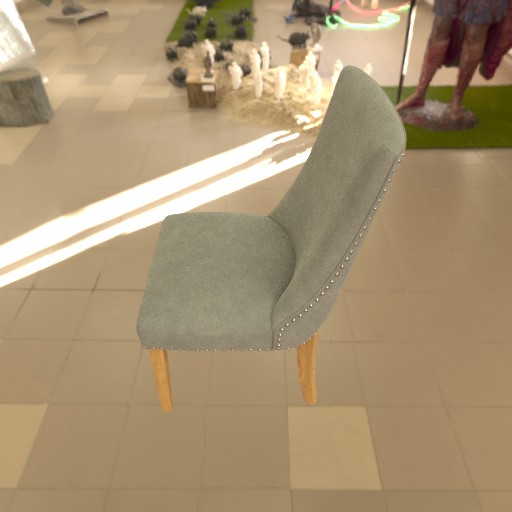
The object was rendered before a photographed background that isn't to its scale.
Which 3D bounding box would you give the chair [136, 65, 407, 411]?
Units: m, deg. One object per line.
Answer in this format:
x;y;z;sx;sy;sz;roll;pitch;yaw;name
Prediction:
0.000;0.000;1.252;0.610;0.902;0.495;0;41;0;chair
